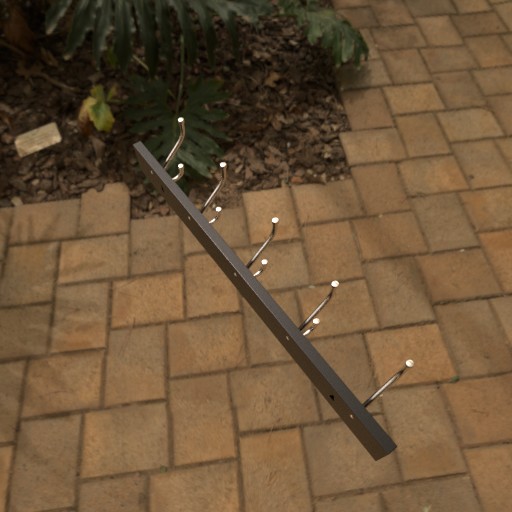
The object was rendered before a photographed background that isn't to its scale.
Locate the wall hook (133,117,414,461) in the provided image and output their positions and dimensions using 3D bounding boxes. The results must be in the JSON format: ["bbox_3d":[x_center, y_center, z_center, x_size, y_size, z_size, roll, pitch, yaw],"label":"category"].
[{"bbox_3d":[0.000,0.000,0.607,0.071,0.117,0.571,-32,64,-18],"label":"wall hook"}]
